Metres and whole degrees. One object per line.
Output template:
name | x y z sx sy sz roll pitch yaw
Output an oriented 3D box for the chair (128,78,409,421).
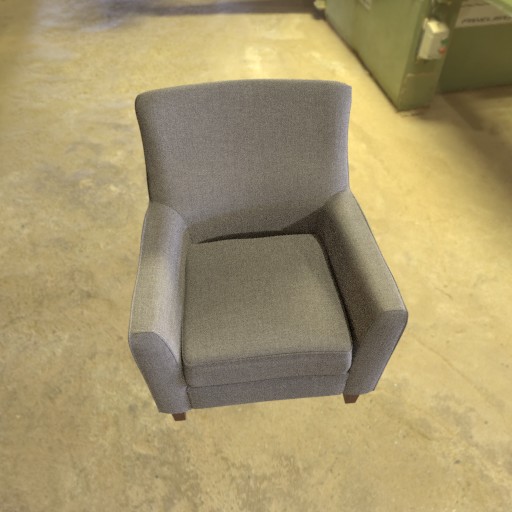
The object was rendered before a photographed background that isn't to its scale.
chair | 0.000 0.000 1.818 0.887 1.047 0.993 -4 47 -4
